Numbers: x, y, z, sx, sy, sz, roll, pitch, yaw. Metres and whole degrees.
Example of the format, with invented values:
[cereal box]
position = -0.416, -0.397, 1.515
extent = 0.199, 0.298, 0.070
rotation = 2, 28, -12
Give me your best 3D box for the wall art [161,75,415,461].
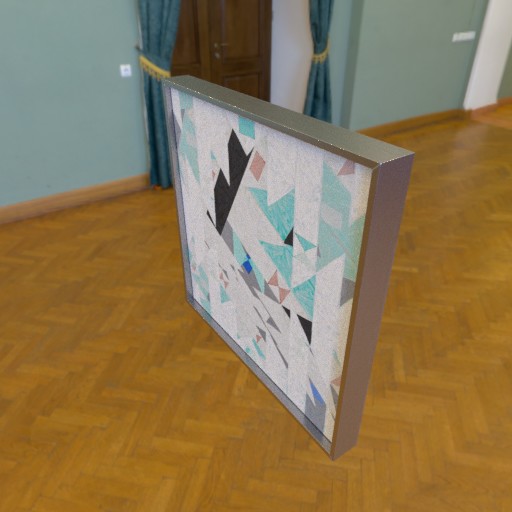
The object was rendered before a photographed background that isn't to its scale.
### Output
[wall art]
position = 0.000, 0.000, 0.529
extent = 0.038, 0.350, 0.350
rotation = -21, 38, -29
